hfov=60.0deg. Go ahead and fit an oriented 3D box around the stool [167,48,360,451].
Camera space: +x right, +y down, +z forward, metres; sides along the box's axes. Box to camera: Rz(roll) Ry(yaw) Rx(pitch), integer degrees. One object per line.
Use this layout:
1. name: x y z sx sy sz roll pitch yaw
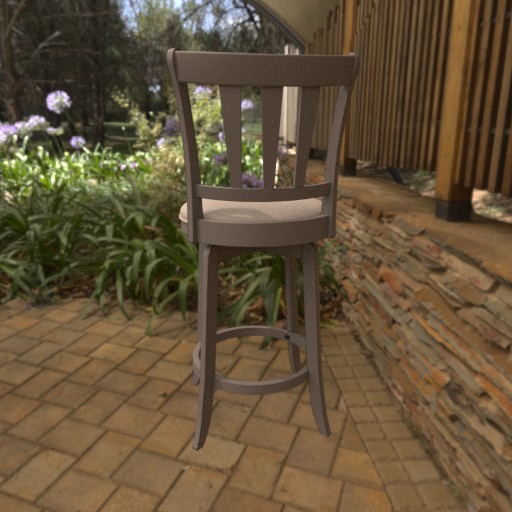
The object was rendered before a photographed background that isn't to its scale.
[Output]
1. stool: 0.000 0.000 1.260 0.436 1.023 0.475 -2 16 -9
